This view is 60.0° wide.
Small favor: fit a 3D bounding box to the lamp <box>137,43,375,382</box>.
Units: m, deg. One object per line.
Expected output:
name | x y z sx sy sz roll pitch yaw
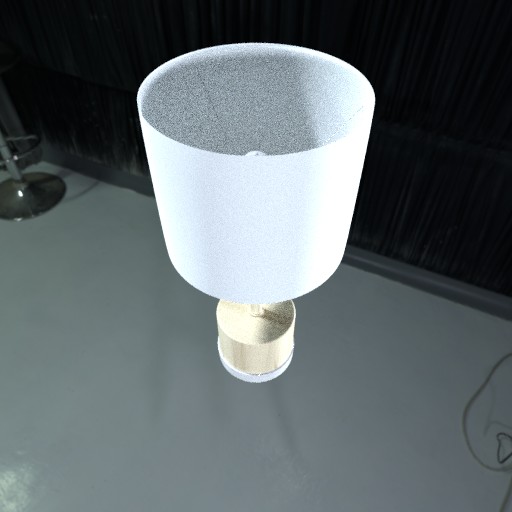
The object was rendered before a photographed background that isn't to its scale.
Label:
lamp | 0.000 0.000 0.600 0.229 0.470 0.229 18 49 16
